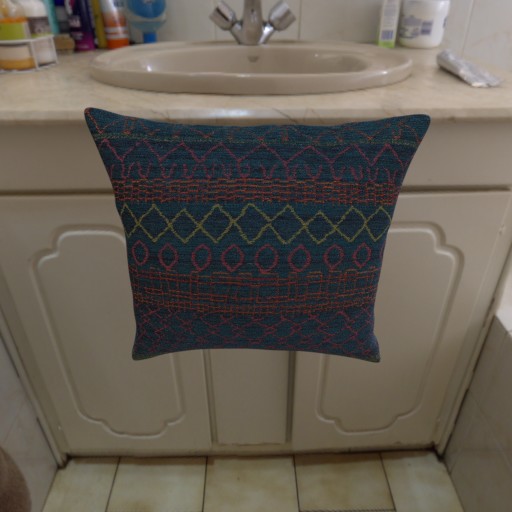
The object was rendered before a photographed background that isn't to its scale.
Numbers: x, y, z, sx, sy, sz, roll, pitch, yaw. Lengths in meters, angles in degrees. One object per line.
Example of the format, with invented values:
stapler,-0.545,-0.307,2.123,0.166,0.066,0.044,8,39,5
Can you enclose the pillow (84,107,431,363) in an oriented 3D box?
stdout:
pillow,0.000,0.000,0.660,0.431,0.431,0.141,1,32,1
